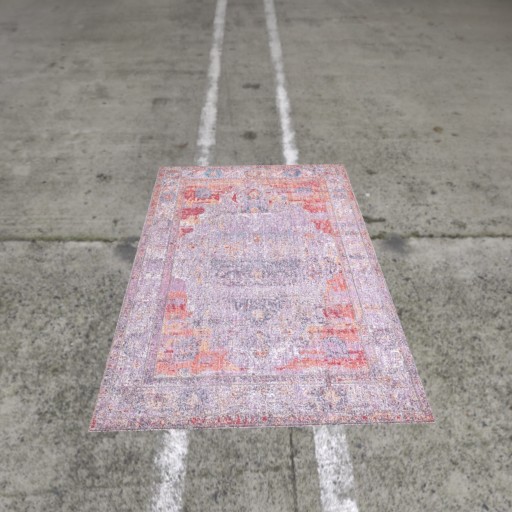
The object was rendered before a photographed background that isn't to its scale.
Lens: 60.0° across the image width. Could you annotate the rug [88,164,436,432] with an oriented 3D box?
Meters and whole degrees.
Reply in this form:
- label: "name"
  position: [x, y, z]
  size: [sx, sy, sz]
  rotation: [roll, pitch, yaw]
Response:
- label: "rug"
  position: [0.000, 0.000, 2.242]
  size: [1.219, 0.005, 1.829]
  rotation: [-1, 41, -1]
